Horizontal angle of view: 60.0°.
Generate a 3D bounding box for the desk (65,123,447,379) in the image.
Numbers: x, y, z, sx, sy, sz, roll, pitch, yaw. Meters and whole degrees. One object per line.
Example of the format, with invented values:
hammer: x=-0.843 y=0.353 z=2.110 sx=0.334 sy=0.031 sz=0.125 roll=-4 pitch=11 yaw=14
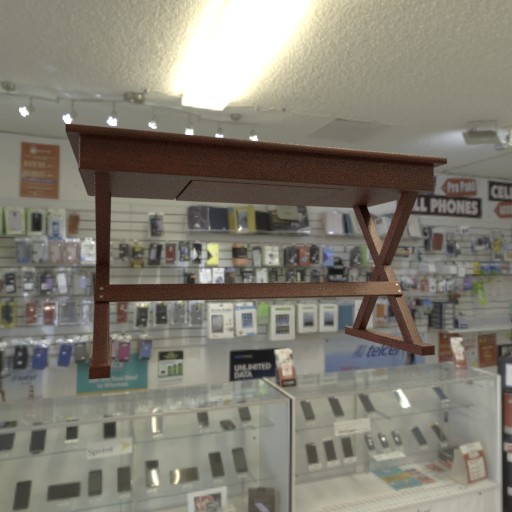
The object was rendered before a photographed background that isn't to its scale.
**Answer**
desk: x=0.000 y=0.000 z=1.793 sx=1.372 sy=0.761 sz=0.600 roll=0 pitch=-2 yaw=-18
